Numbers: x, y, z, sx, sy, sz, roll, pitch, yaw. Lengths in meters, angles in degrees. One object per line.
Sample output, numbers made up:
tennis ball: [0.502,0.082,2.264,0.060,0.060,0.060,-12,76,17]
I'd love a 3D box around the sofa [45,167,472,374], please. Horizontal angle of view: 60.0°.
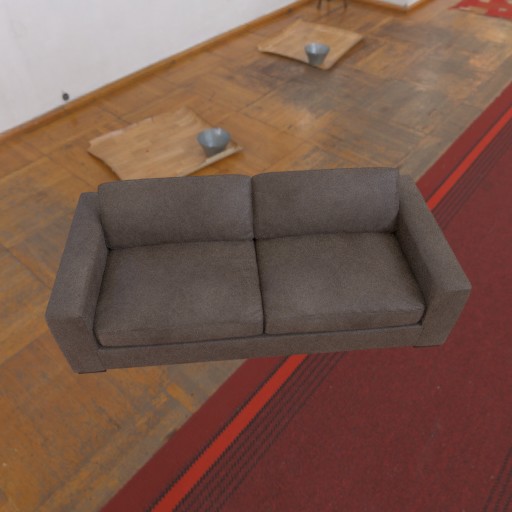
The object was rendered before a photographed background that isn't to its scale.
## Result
sofa: [0.000,0.000,2.771,2.262,0.801,1.070,-4,46,-4]
